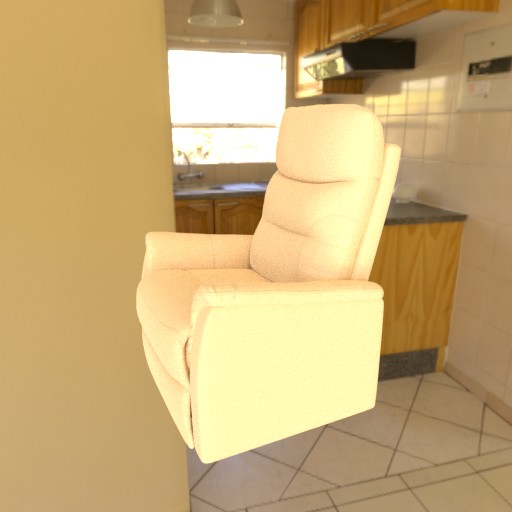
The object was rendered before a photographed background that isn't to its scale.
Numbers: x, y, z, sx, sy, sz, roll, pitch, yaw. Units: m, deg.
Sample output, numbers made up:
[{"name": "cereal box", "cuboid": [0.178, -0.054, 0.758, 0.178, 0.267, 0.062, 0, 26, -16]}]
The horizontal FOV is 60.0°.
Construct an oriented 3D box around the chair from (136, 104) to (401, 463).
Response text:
[{"name": "chair", "cuboid": [0.000, 0.000, 1.655, 0.831, 1.082, 0.775, -8, 18, -25]}]
